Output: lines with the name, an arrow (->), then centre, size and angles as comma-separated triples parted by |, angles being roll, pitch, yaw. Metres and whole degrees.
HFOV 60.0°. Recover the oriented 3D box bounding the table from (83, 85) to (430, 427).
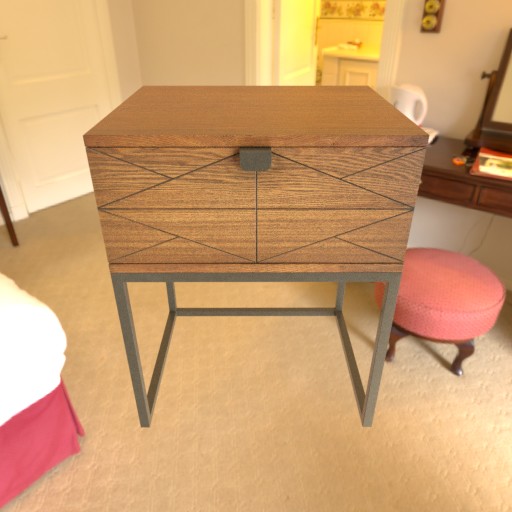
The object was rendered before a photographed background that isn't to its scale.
table -> 0.000, 0.000, 0.930 | 0.482, 0.610, 0.400 | 0, 31, 0
